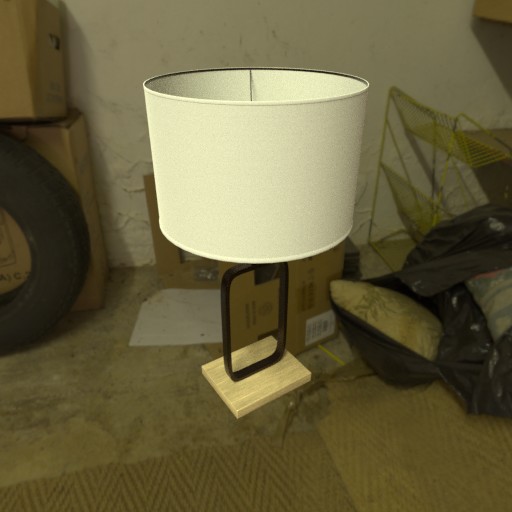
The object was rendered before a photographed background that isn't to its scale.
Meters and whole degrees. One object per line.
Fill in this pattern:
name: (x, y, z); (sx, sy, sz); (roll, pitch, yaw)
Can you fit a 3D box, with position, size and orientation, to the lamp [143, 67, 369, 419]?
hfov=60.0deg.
lamp: (0.000, 0.000, 0.684); (0.279, 0.508, 0.279); (-18, 34, -29)
